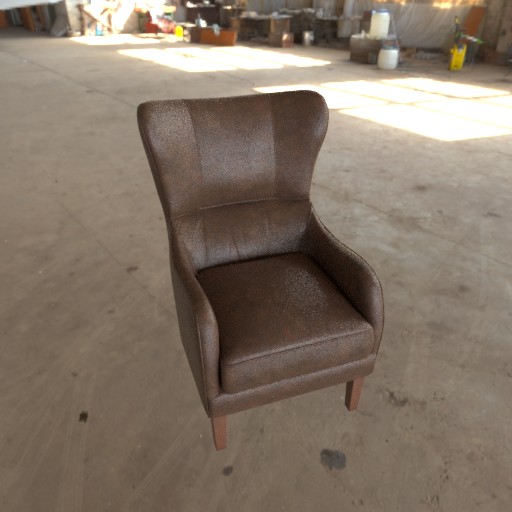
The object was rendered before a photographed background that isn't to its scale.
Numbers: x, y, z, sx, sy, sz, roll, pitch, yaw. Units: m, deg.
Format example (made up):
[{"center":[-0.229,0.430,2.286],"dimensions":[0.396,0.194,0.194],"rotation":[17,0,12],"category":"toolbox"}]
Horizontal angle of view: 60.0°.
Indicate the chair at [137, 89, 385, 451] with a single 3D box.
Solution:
[{"center":[0.000,0.000,1.653],"dimensions":[0.692,1.048,0.914],"rotation":[-10,33,-16],"category":"chair"}]
